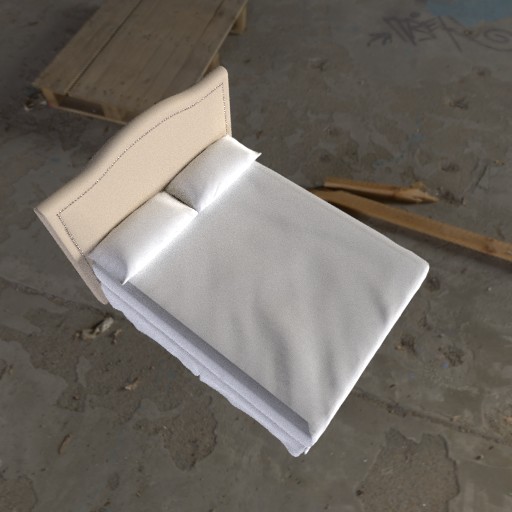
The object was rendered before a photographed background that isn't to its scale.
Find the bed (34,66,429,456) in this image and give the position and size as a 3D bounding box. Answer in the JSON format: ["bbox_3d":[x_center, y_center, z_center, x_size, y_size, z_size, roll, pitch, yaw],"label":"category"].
[{"bbox_3d":[0.000,0.000,3.259,2.143,1.460,1.753,34,65,19],"label":"bed"}]
